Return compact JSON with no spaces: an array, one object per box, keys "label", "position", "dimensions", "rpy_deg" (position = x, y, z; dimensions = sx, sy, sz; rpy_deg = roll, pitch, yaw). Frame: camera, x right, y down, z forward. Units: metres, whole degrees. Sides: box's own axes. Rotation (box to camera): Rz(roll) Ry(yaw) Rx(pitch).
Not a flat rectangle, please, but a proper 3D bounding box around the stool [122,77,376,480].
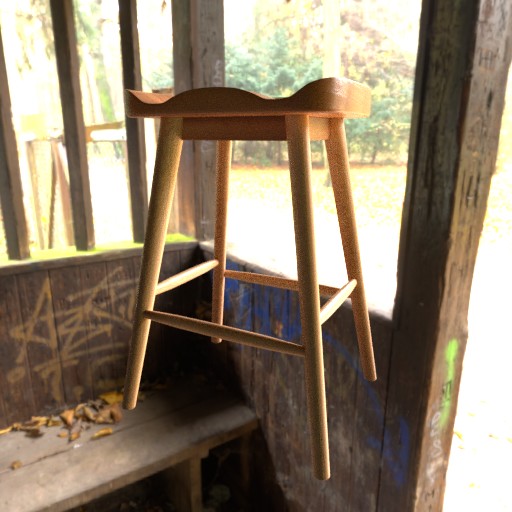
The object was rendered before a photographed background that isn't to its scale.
[{"label":"stool","position":[0.000,0.000,0.877],"dimensions":[0.440,0.615,0.361],"rpy_deg":[8,17,26]}]
